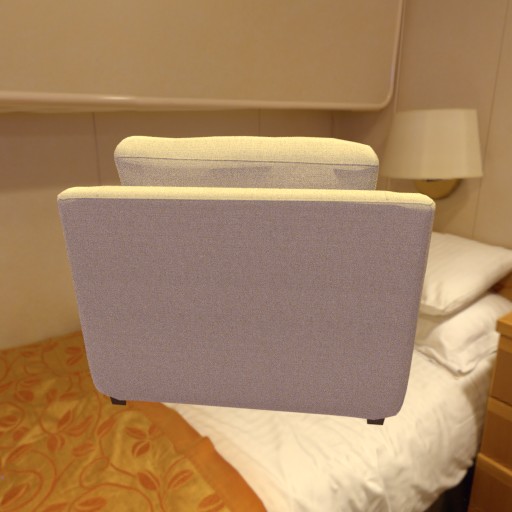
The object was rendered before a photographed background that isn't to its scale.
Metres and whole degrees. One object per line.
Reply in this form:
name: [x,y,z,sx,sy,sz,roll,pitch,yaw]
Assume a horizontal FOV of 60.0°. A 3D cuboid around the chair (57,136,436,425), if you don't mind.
chair: [0.000,0.000,1.903,1.178,1.016,1.009,2,18,7]
